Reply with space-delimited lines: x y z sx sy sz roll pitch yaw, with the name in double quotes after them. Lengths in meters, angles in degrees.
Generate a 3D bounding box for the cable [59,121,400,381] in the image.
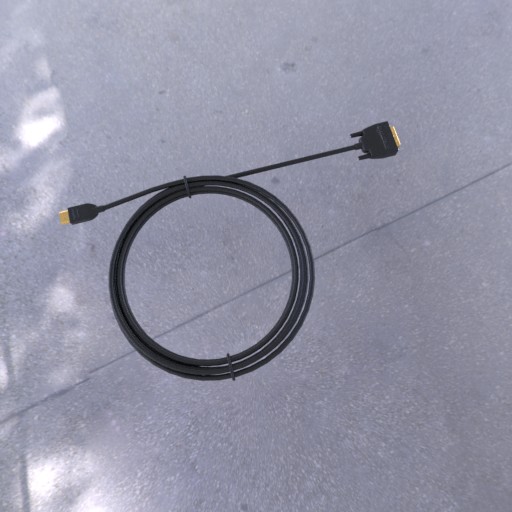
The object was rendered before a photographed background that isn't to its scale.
0.000 0.000 0.512 0.422 0.030 0.257 -14 76 -4 "cable"
